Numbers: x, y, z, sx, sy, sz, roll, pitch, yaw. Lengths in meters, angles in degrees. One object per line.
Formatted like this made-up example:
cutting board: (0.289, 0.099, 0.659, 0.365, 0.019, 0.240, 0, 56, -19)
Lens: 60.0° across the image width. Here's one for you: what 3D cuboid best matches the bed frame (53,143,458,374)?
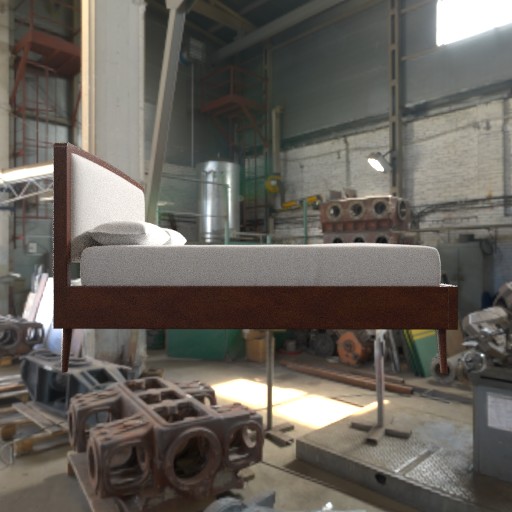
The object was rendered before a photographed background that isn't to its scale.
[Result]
bed frame: (0.000, 0.000, 3.170, 2.171, 1.279, 1.587, 0, 0, 1)
